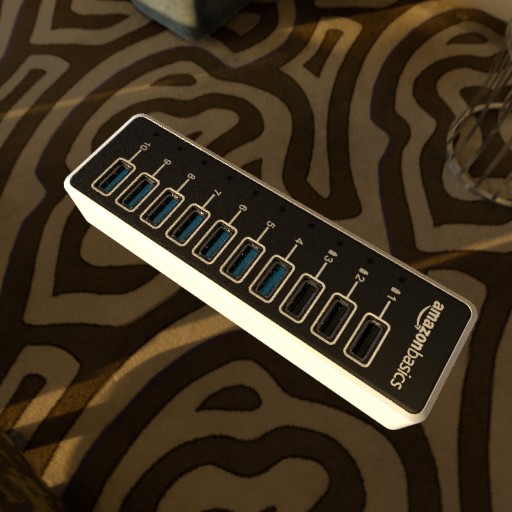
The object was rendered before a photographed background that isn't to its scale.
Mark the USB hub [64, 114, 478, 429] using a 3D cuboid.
[{"bbox_3d":[0.000,0.000,0.161,0.145,0.023,0.044,32,68,15],"label":"USB hub"}]
